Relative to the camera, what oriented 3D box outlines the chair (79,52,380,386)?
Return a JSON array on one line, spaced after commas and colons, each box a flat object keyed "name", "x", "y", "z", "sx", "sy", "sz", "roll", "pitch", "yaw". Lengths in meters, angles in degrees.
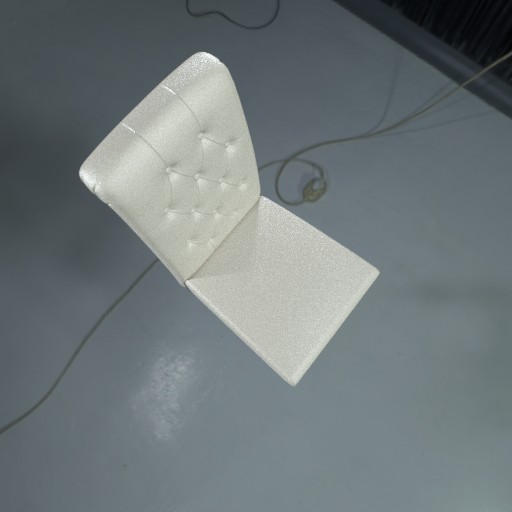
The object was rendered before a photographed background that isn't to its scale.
[{"name": "chair", "x": 0.000, "y": 0.000, "z": 1.368, "sx": 0.671, "sy": 1.006, "sz": 0.456, "roll": 38, "pitch": 77, "yaw": 10}]
